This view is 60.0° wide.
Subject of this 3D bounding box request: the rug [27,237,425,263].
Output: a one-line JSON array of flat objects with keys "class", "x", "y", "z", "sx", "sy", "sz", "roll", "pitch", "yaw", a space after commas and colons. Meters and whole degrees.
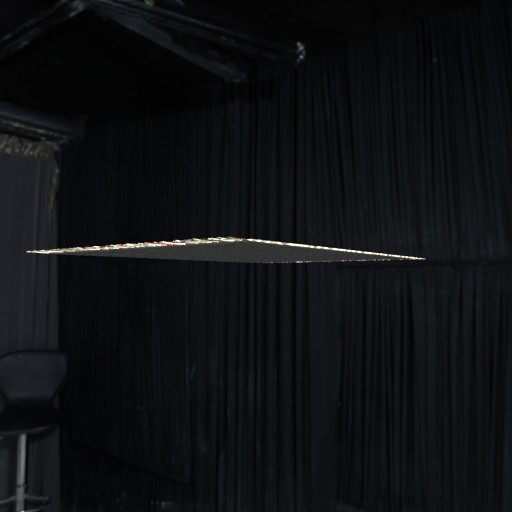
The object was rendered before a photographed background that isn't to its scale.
[{"class": "rug", "x": 0.000, "y": 0.000, "z": 2.329, "sx": 1.219, "sy": 0.008, "sz": 1.829, "roll": -2, "pitch": -3, "yaw": 37}]
